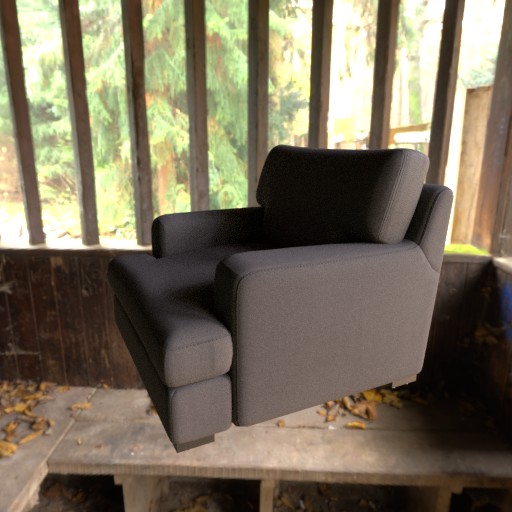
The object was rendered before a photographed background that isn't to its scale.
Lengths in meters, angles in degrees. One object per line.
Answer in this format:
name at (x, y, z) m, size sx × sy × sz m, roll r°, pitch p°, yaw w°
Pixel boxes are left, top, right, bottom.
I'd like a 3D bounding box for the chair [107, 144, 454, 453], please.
chair at (0.000, 0.000, 1.961) m, size 1.143 × 0.940 × 1.168 m, roll -7°, pitch 17°, yaw -25°
